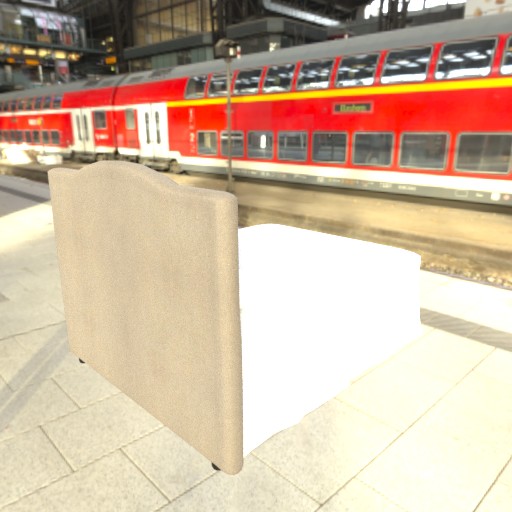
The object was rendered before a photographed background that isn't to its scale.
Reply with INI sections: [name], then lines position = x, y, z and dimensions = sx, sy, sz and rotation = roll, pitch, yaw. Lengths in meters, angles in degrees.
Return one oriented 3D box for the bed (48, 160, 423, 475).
[bed]
position = 0.000, 0.000, 3.166
dimensions = 1.744, 1.441, 2.128
rotation = 15, 22, 42
